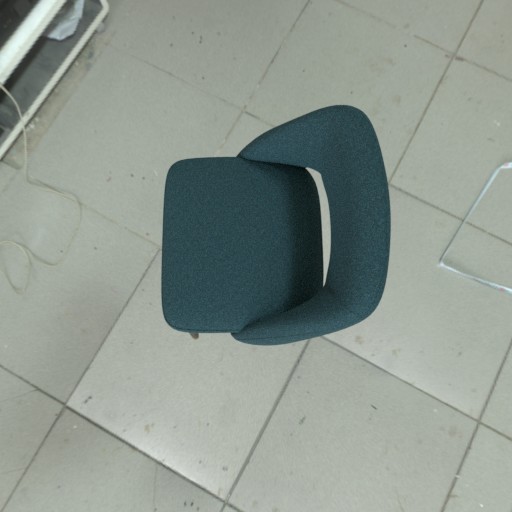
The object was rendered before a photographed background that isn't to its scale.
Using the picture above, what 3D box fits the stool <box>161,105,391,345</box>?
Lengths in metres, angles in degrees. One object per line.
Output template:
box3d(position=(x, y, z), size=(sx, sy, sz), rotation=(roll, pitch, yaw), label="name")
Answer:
box3d(position=(0.000, 0.000, 1.340), size=(0.522, 1.032, 0.536), rotation=(-1, 78, 0), label="stool")
